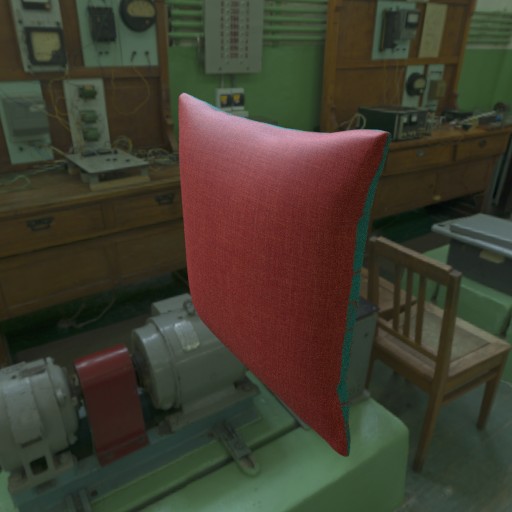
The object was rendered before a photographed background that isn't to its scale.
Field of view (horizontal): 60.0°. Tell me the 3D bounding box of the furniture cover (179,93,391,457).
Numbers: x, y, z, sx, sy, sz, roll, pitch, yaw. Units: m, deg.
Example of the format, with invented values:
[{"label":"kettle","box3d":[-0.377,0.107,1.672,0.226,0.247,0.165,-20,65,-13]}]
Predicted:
[{"label":"furniture cover","box3d":[0.000,0.000,0.787,0.158,0.508,0.517,-17,31,-30]}]
